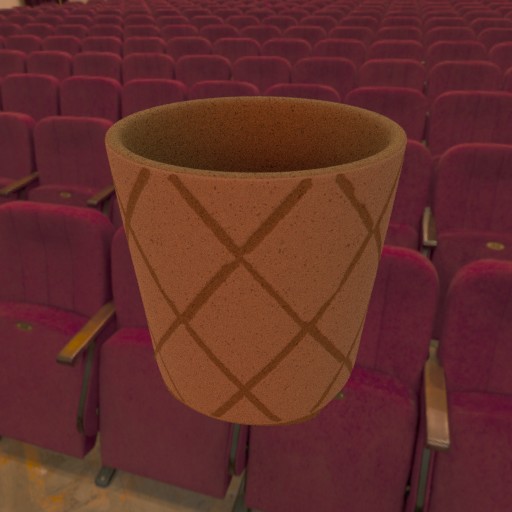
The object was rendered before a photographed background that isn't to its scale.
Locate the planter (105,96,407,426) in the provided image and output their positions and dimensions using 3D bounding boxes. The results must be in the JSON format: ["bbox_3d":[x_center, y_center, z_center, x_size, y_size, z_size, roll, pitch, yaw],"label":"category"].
[{"bbox_3d":[0.000,0.000,0.341,0.191,0.199,0.191,0,31,0],"label":"planter"}]
